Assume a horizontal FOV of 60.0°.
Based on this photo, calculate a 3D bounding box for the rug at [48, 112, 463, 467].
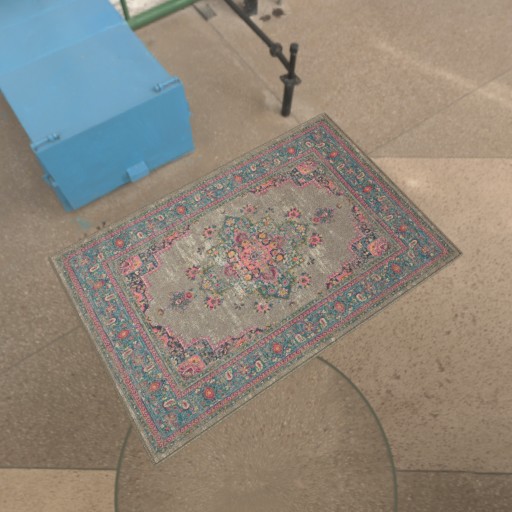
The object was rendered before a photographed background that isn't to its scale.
[{"bbox_3d":[0.000,0.000,2.218,1.748,0.014,1.144,-31,67,-14],"label":"rug"}]
